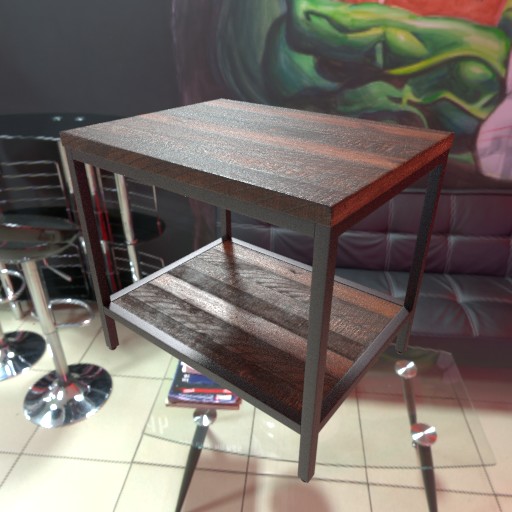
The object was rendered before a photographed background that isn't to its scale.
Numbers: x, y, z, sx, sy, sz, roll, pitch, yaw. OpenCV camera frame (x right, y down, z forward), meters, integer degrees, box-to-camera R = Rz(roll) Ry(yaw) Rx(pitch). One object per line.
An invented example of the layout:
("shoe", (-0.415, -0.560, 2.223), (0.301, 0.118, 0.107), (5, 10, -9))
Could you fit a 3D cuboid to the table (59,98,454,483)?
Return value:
("table", (0.000, 0.000, 1.106), (0.678, 0.612, 0.524), (21, 35, 33))
